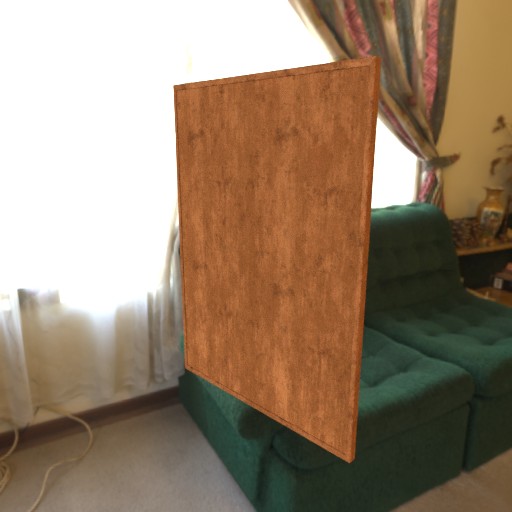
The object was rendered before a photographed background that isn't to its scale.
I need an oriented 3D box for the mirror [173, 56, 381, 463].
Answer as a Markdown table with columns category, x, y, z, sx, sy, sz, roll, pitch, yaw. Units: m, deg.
| category | x | y | z | sx | sy | sz | roll | pitch | yaw |
| --- | --- | --- | --- | --- | --- | --- | --- | --- | --- |
| mirror | 0.000 | 0.000 | 1.431 | 0.796 | 1.099 | 0.028 | 14 | 20 | 43 |
